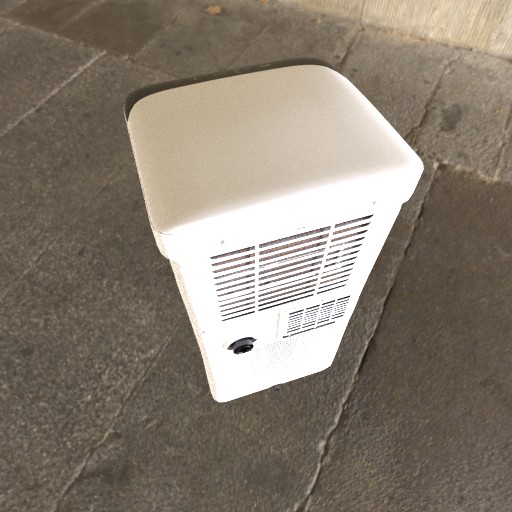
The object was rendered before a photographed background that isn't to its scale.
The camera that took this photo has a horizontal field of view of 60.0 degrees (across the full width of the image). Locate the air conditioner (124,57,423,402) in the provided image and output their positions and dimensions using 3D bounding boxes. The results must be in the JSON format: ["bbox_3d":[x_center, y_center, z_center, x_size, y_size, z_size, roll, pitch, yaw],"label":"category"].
[{"bbox_3d":[0.000,0.000,0.904,0.352,0.716,0.369,-15,57,-10],"label":"air conditioner"}]
